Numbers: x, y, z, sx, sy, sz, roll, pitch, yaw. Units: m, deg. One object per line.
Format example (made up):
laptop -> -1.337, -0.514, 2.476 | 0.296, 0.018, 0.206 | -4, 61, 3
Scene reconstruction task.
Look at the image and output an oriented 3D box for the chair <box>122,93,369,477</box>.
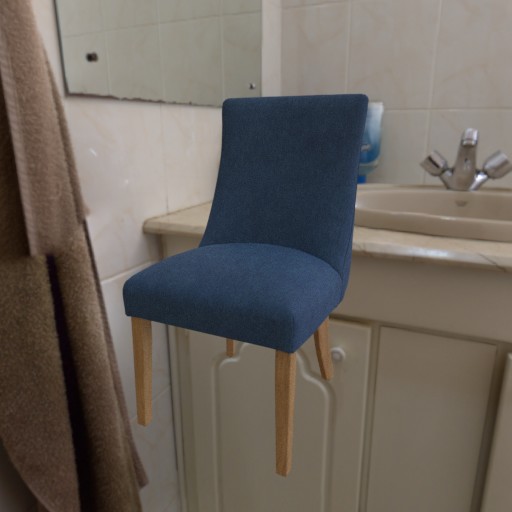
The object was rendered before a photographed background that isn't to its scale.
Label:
chair -> 0.000, 0.000, 1.274 | 0.495, 0.902, 0.609 | 8, 18, 25
